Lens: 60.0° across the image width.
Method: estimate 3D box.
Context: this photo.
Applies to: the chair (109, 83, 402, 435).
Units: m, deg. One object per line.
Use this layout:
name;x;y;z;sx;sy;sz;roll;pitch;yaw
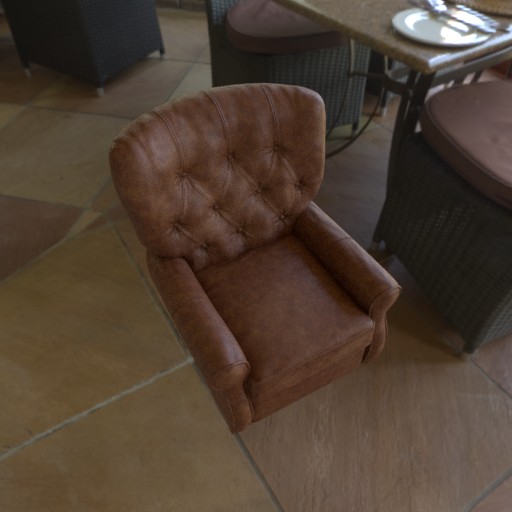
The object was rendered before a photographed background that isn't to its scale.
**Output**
chair;0.000;0.000;1.959;0.951;1.164;1.059;-22;50;-19
